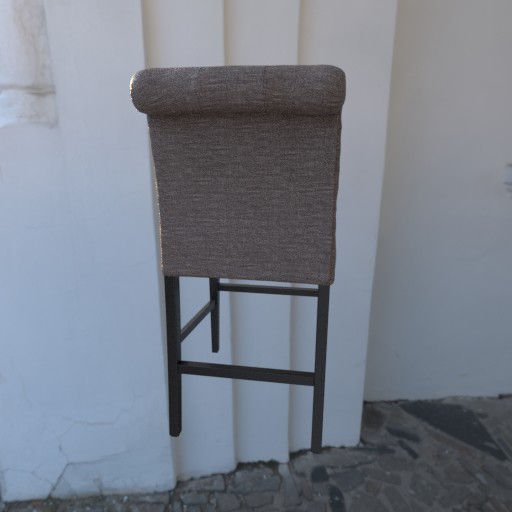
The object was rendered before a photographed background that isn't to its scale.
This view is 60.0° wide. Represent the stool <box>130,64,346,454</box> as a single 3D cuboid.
[{"bbox_3d":[0.000,0.000,1.291,0.457,0.970,0.611,3,17,9],"label":"stool"}]
